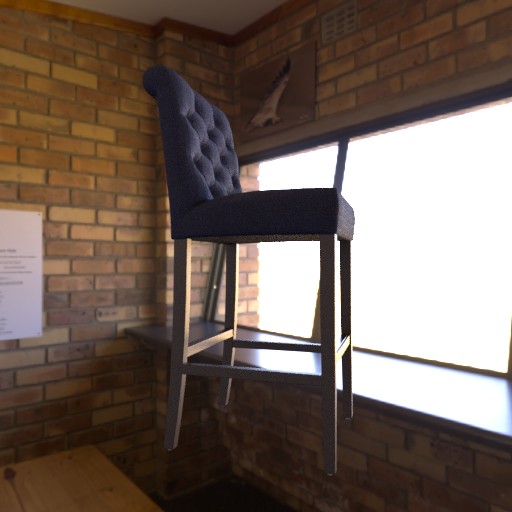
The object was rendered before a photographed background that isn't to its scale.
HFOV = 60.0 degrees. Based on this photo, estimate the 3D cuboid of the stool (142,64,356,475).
[{"bbox_3d":[0.000,0.000,1.447,0.601,1.140,0.493,0,-1,18],"label":"stool"}]
